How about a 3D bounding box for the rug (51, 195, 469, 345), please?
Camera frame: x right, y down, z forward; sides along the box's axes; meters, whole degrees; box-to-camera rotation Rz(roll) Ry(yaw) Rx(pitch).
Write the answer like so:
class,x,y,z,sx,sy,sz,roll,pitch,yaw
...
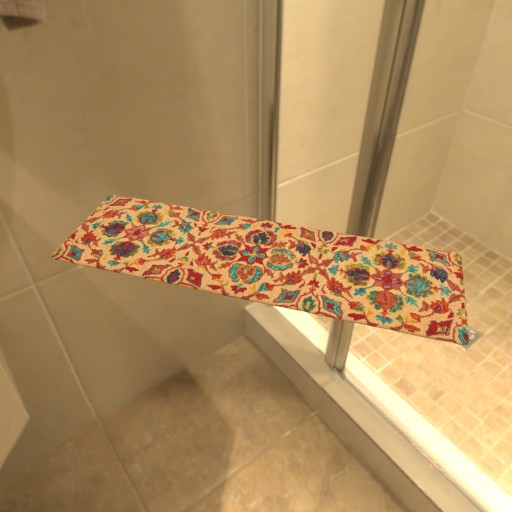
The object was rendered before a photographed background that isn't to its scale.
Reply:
class,x,y,z,sx,sy,sz,roll,pitch,yaw
rug,0.000,0.000,2.556,2.273,0.016,0.693,11,42,12
